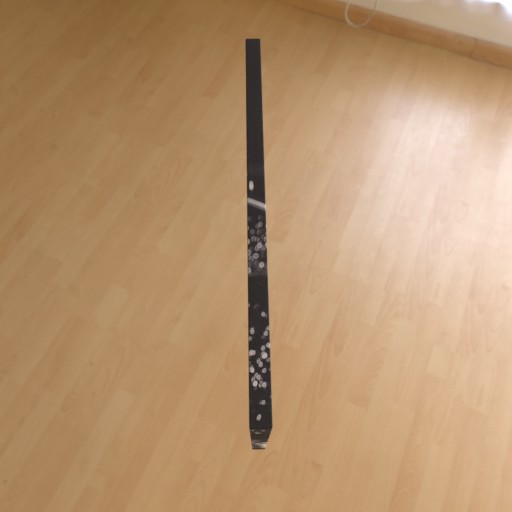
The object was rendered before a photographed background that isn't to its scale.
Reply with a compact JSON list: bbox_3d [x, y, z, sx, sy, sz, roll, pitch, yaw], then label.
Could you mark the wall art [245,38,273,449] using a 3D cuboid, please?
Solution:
[{"bbox_3d":[0.000,0.000,1.178,0.038,0.609,0.914,-1,64,0],"label":"wall art"}]
